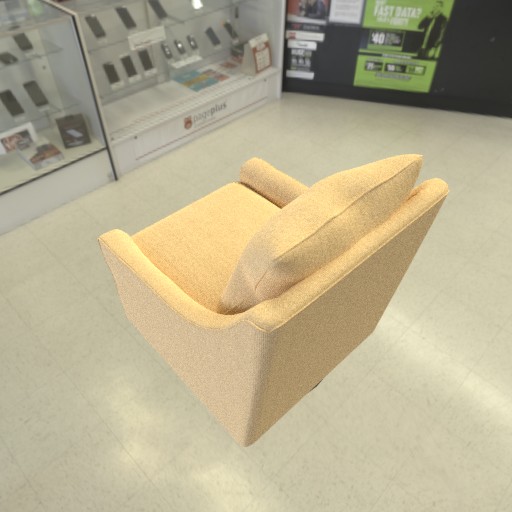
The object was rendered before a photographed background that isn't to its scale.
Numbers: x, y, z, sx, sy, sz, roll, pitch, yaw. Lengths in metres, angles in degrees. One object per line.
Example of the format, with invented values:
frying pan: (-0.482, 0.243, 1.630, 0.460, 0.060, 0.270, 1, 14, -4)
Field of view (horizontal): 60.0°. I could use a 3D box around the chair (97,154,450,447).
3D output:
chair: (0.000, 0.000, 1.561, 0.760, 0.927, 0.876, -34, 54, -28)
